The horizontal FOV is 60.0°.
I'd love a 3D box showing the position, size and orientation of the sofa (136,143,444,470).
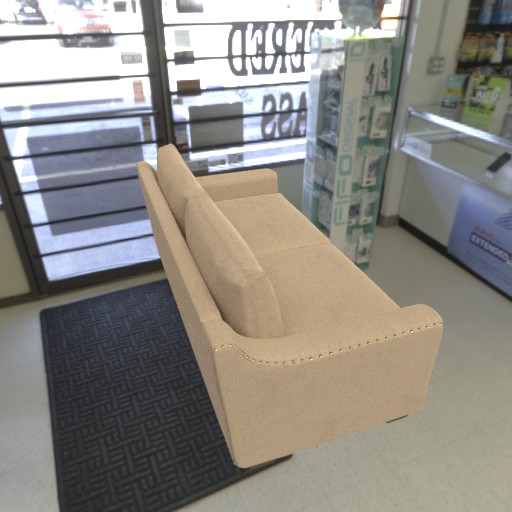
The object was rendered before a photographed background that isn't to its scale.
[{"bbox_3d":[0.000,0.000,2.532,1.030,0.901,1.967,-11,33,-17],"label":"sofa"}]
